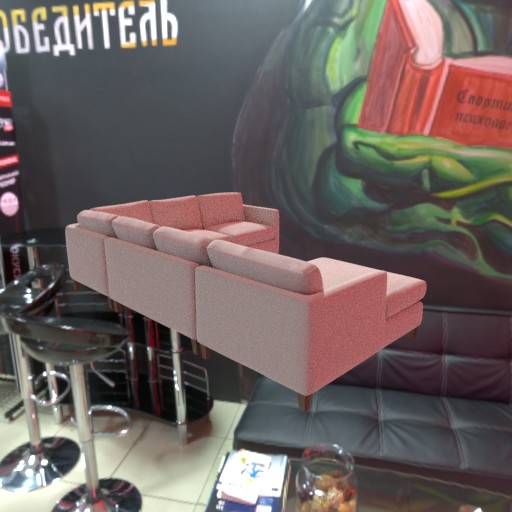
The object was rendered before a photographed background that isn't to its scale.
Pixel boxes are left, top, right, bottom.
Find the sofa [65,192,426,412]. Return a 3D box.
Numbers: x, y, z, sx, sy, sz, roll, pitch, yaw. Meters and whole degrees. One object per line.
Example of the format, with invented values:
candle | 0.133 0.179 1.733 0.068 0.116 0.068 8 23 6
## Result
sofa | 0.000 0.000 4.648 3.459 0.956 2.593 14 20 43
